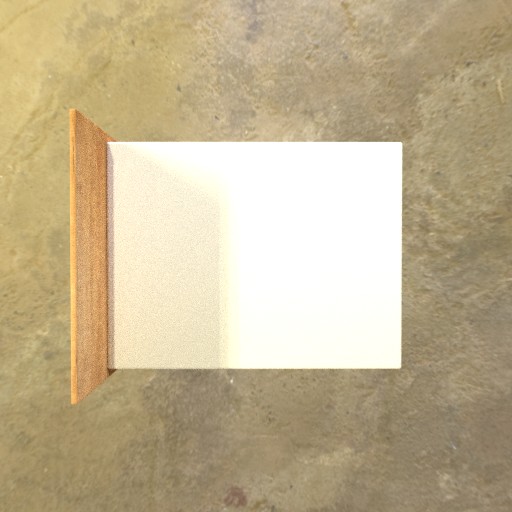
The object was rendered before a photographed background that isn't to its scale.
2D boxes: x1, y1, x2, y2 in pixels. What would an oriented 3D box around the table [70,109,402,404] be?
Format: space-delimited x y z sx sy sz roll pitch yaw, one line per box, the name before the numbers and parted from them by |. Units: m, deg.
table | 0.000 0.000 3.082 2.149 1.041 1.707 0 91 0
